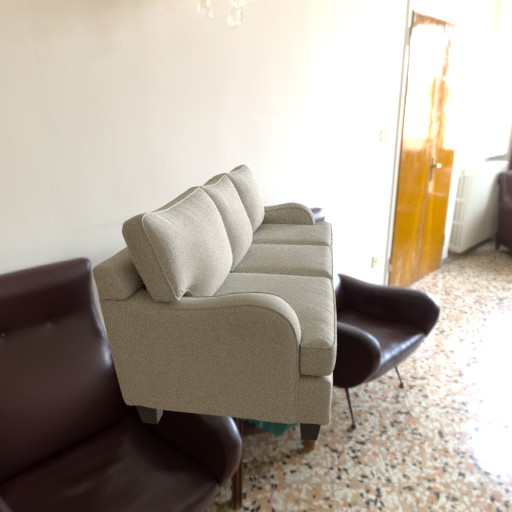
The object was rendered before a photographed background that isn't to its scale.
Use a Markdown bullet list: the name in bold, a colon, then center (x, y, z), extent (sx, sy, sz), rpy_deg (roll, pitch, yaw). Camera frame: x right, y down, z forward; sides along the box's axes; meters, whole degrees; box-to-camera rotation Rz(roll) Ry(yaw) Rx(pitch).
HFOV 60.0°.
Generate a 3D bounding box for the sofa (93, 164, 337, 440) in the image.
- **sofa**: center (0.000, 0.000, 2.896), extent (1.016, 0.991, 2.323), rpy_deg (3, 17, 8)
